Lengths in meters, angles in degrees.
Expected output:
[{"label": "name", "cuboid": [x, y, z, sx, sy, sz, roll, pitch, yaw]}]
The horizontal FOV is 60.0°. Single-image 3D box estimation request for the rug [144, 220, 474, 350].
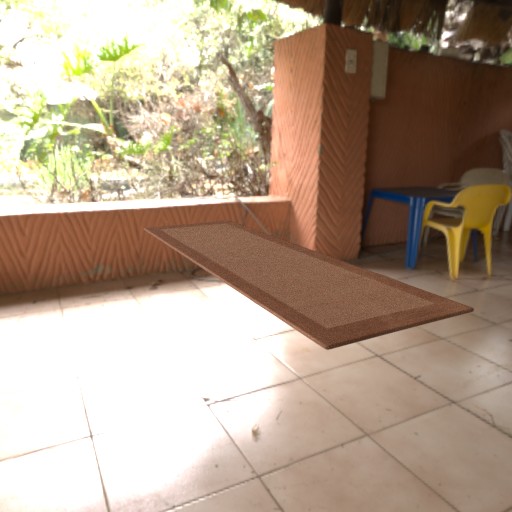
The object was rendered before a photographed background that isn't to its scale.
[{"label": "rug", "cuboid": [0.000, 0.000, 2.711, 0.764, 0.017, 2.439, -8, 16, -27]}]
